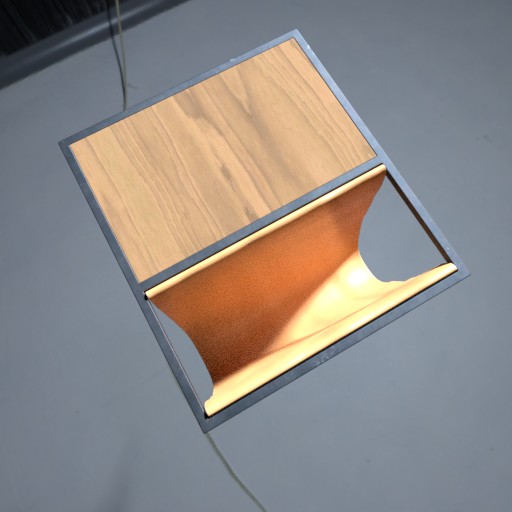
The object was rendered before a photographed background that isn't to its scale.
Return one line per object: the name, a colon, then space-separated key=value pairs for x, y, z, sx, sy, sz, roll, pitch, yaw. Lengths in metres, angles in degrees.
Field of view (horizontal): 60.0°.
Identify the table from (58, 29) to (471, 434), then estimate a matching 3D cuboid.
table: x=0.000 y=0.000 z=0.863 sx=0.399 sy=0.536 sz=0.450 roll=-29 pitch=77 yaw=-7
